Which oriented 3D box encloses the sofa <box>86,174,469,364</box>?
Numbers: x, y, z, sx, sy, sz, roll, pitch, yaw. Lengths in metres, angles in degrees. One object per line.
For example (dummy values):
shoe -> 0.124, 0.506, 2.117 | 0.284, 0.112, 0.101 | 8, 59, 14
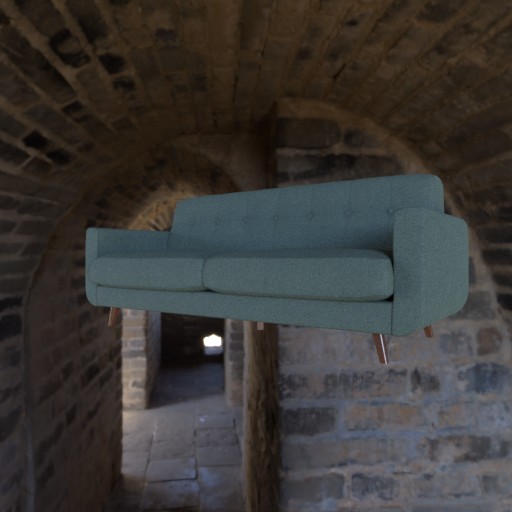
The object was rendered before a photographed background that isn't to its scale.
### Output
sofa -> 0.000, 0.000, 2.480 | 2.029, 0.841, 0.909 | 0, 0, 35
